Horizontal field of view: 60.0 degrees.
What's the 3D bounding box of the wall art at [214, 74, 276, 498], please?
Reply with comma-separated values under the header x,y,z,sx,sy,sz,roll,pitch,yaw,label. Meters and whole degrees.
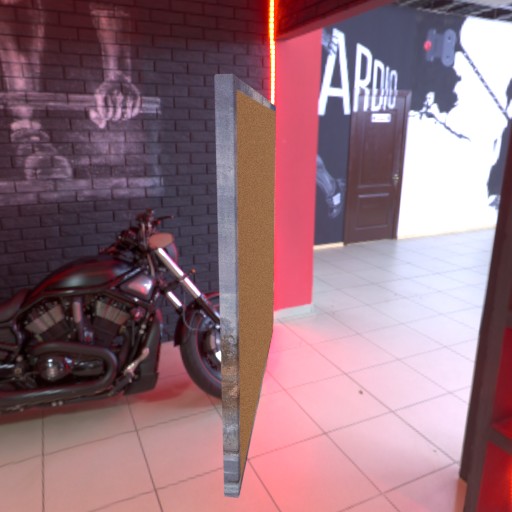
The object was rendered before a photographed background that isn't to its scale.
x,y,z,sx,sy,sz,roll,pitch,yaw,label
0.000,0.000,1.492,0.040,1.020,1.010,2,16,7,wall art
